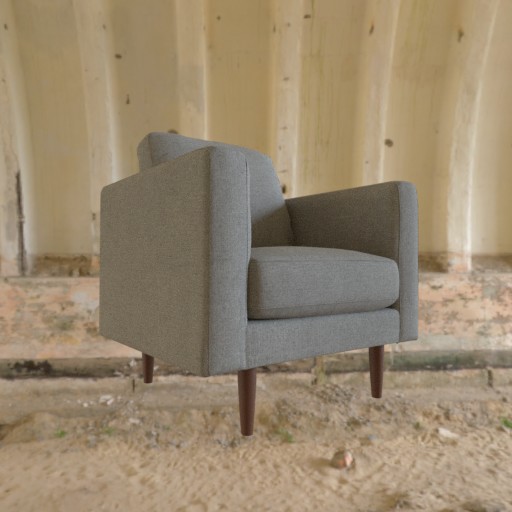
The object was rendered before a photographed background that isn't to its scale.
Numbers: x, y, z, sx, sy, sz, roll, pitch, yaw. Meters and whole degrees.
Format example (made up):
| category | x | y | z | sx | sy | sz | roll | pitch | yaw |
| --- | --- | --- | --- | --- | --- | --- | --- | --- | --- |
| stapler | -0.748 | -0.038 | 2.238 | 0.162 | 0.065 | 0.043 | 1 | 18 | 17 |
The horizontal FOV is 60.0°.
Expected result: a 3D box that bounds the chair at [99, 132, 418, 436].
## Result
| category | x | y | z | sx | sy | sz | roll | pitch | yaw |
| --- | --- | --- | --- | --- | --- | --- | --- | --- | --- |
| chair | 0.000 | 0.000 | 1.550 | 0.855 | 0.927 | 0.800 | 1 | -1 | -37 |
